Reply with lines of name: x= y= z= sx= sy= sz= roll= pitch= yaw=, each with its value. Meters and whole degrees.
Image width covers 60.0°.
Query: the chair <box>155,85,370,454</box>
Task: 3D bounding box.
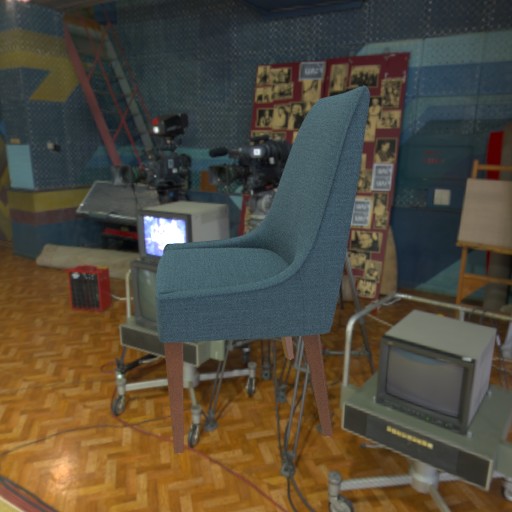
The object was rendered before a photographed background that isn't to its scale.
chair: x=0.000 y=0.000 z=1.227 sx=0.544 sy=0.861 sz=0.529 roll=-2 pitch=15 yaw=-9
